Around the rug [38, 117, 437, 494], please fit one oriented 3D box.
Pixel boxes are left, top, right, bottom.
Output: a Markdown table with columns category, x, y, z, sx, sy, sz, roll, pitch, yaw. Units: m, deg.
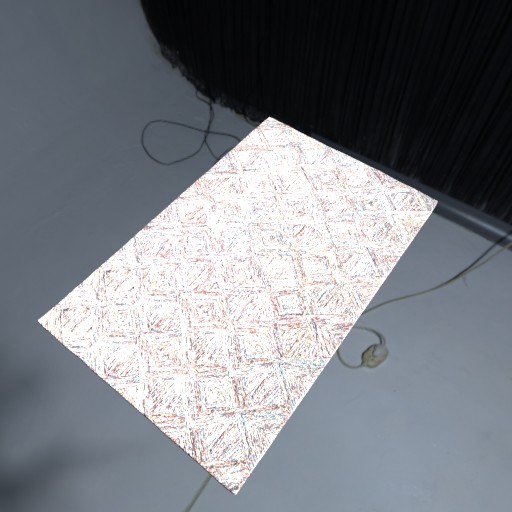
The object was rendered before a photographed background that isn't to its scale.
| category | x | y | z | sx | sy | sz | roll | pitch | yaw |
| --- | --- | --- | --- | --- | --- | --- | --- | --- | --- |
| rug | 0.000 | 0.000 | 2.187 | 1.143 | 0.014 | 1.761 | 32 | 62 | 20 |
